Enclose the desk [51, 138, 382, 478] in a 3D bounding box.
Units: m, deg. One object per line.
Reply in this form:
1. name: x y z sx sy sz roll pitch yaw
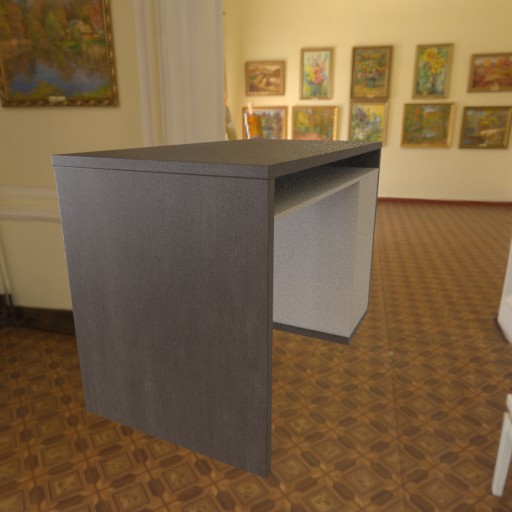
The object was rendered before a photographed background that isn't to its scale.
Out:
1. desk: 0.000 0.000 1.561 0.600 0.750 1.100 8 19 25
